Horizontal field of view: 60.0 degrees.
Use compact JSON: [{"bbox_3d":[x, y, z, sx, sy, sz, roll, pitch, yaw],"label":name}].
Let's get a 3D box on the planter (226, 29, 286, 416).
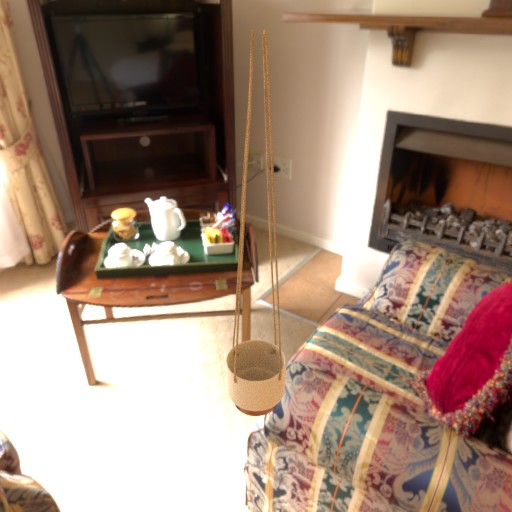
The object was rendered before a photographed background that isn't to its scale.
[{"bbox_3d":[0.000,0.000,0.922,0.146,0.841,0.146,-2,30,-4],"label":"planter"}]
